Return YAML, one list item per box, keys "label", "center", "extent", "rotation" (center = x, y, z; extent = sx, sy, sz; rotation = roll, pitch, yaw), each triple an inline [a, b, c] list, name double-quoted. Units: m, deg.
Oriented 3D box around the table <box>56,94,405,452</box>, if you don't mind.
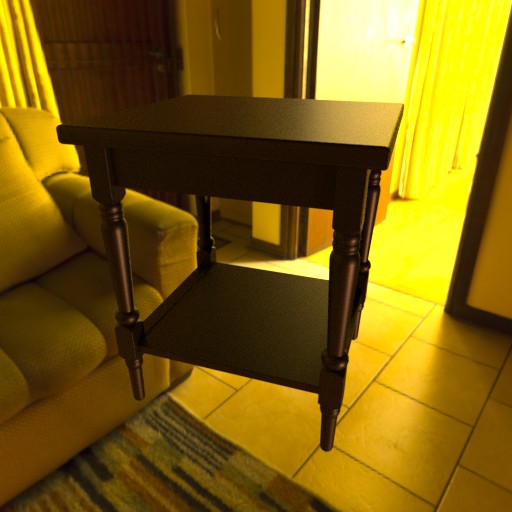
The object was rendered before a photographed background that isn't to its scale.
- label: "table"
  center: [0.000, 0.000, 0.906]
  extent: [0.488, 0.565, 0.442]
  rotation: [9, 27, 17]
